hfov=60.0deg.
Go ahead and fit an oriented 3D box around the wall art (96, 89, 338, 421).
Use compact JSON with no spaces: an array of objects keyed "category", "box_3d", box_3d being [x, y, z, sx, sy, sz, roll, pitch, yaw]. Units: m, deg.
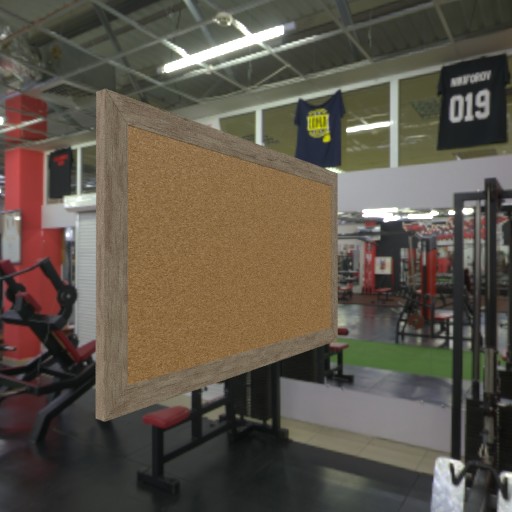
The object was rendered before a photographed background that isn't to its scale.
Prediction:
[{"category":"wall art","box_3d":[0.000,0.000,0.961,0.021,0.480,0.780,0,0,36]}]
